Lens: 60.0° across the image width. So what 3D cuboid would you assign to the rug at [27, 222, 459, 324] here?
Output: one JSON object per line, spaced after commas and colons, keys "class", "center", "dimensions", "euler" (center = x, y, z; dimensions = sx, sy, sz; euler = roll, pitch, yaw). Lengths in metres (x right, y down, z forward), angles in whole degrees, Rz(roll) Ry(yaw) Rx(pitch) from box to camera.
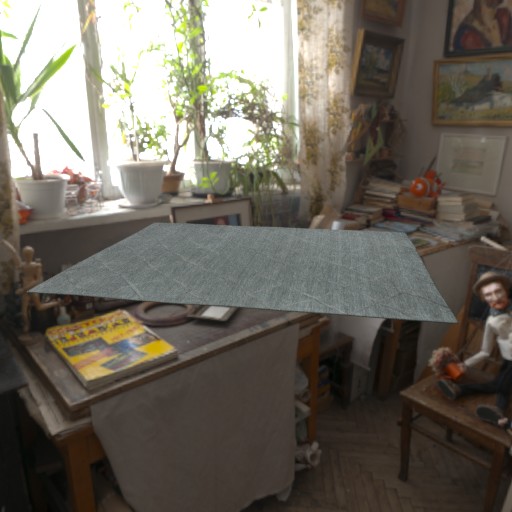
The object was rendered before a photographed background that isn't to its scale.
{"class": "rug", "center": [0.000, 0.000, 4.164], "dimensions": [3.048, 0.013, 2.438], "euler": [3, 17, 10]}
